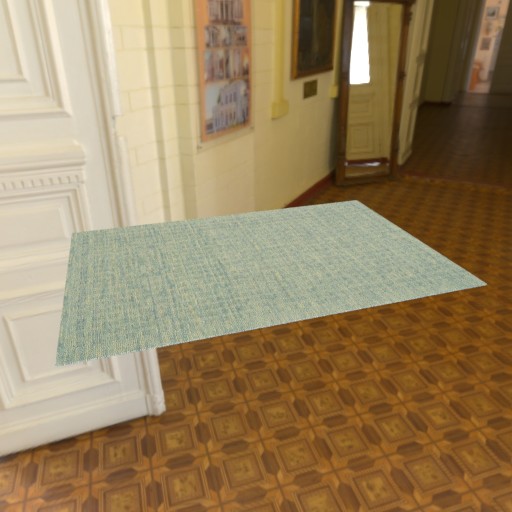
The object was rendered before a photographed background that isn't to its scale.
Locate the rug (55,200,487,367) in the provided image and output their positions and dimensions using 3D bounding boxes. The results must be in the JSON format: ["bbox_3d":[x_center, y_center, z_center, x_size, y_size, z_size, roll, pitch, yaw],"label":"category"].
[{"bbox_3d":[0.000,0.000,2.183,1.752,0.006,1.142,-8,28,-16],"label":"rug"}]
